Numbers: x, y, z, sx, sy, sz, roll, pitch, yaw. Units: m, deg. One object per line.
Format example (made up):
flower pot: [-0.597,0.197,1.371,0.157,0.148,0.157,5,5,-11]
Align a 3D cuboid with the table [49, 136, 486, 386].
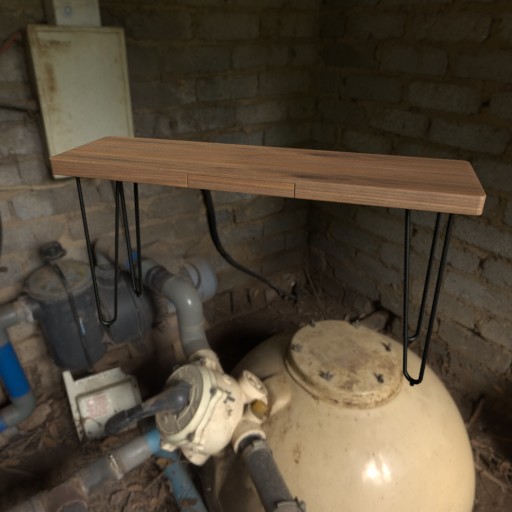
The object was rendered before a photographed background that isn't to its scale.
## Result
table: [0.000,0.000,1.894,1.570,0.834,0.425,8,28,14]
